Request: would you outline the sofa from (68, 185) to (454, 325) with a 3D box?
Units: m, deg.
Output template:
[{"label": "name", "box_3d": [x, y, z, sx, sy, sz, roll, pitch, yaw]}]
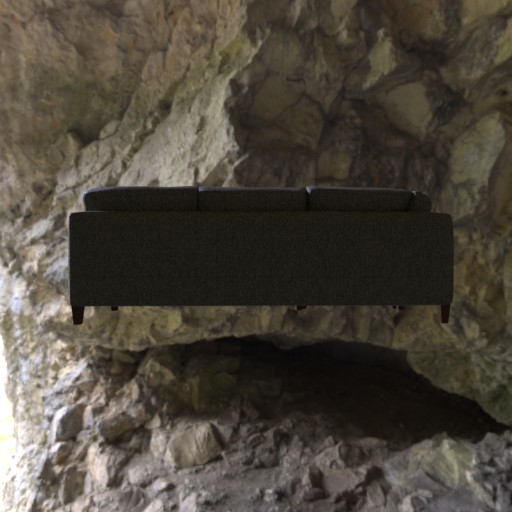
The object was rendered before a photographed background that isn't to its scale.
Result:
[{"label": "sofa", "box_3d": [0.000, 0.000, 4.540, 2.593, 0.947, 3.302, 0, -1, -2]}]
